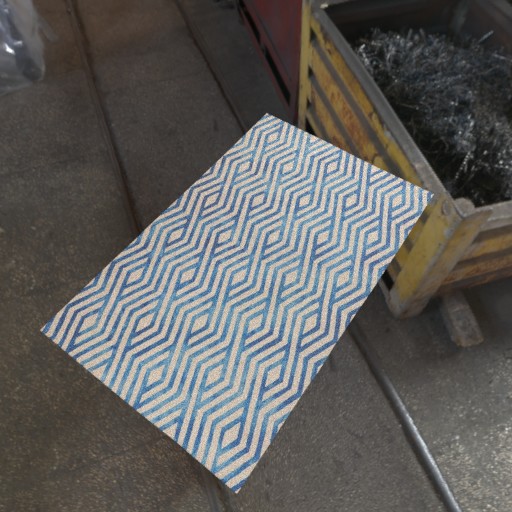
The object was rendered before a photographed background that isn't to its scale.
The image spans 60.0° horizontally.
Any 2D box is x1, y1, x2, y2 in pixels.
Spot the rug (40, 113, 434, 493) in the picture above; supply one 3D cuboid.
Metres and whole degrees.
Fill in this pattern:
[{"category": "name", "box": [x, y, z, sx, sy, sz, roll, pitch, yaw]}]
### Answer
[{"category": "rug", "box": [0.000, 0.000, 3.022, 1.531, 0.008, 2.439, 31, 63, 18]}]
